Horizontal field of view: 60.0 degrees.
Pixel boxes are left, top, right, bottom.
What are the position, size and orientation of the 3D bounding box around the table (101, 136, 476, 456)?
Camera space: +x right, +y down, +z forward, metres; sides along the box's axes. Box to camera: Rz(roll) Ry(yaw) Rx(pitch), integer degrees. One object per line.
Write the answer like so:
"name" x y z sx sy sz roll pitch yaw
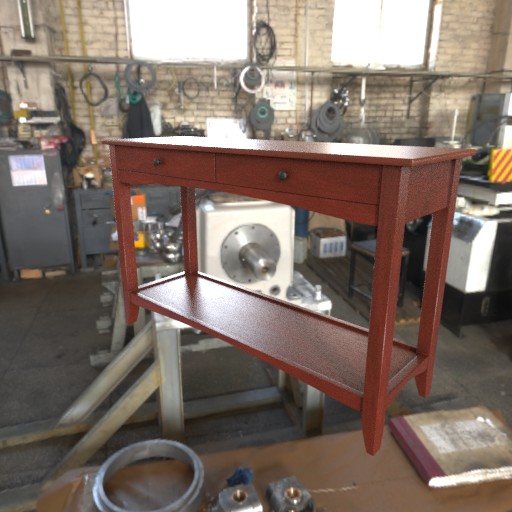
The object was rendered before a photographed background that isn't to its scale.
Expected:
"table" 0.000 0.000 1.501 1.188 0.739 0.392 15 23 40
